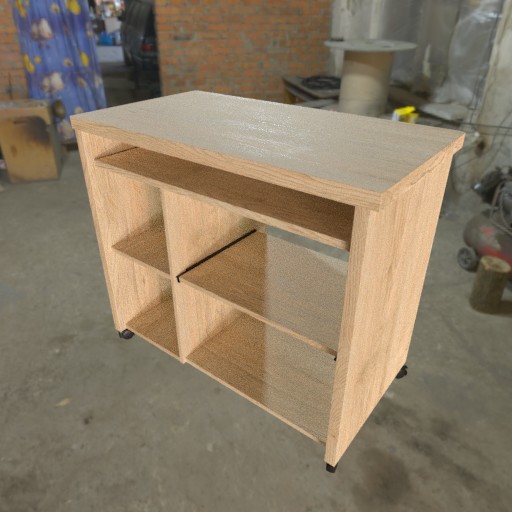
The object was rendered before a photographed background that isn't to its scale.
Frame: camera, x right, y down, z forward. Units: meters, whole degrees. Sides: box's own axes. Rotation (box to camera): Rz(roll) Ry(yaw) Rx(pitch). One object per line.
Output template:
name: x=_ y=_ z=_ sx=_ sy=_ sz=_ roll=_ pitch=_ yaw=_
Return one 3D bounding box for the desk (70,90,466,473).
desk: x=0.000 y=0.000 z=1.304 sx=0.885 sy=0.770 sz=0.480 roll=21 pitch=36 yaw=32
